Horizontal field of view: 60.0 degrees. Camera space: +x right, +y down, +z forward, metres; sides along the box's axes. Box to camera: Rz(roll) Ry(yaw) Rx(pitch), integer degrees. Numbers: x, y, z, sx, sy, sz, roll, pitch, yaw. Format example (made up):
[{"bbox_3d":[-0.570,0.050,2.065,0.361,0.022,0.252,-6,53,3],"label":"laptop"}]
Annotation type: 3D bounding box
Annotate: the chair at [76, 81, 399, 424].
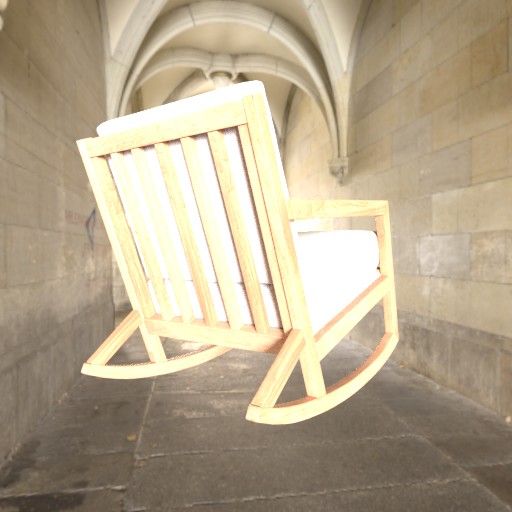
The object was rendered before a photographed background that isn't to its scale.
[{"bbox_3d":[0.000,0.000,1.405,0.622,0.790,0.857,0,0,36],"label":"chair"}]
